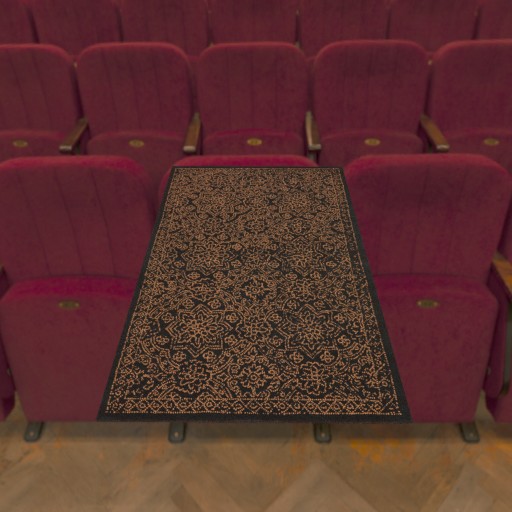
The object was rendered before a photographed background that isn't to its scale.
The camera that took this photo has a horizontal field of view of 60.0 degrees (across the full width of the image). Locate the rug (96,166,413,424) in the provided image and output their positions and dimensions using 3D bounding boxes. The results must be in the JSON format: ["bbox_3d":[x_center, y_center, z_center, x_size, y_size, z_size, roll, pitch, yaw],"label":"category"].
[{"bbox_3d":[0.000,0.000,3.051,1.526,0.015,2.441,0,41,0],"label":"rug"}]
